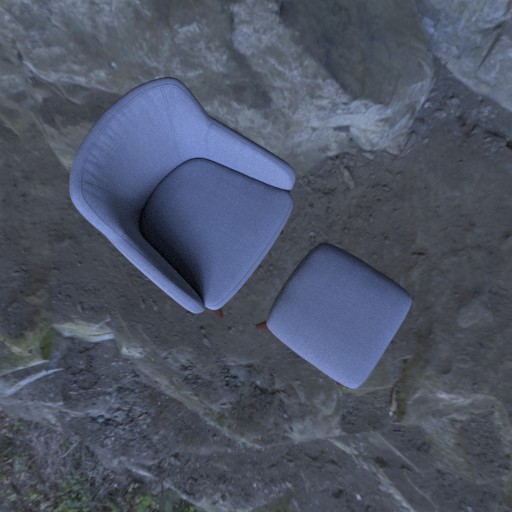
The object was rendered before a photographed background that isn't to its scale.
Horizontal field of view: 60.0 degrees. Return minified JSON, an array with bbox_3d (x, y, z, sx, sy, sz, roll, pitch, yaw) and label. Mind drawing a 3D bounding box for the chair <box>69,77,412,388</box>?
[{"bbox_3d":[0.000,0.000,1.574,1.107,0.799,0.584,34,79,8],"label":"chair"}]
